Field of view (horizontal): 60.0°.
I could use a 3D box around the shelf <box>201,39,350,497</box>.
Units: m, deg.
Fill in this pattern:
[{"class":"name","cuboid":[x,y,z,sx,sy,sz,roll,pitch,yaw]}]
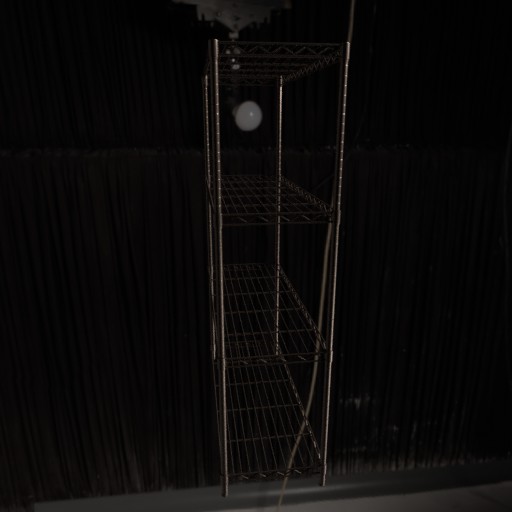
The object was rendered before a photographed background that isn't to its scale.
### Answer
[{"class":"shelf","cuboid":[0.000,0.000,1.697,0.352,1.361,0.907,-2,17,-7]}]
